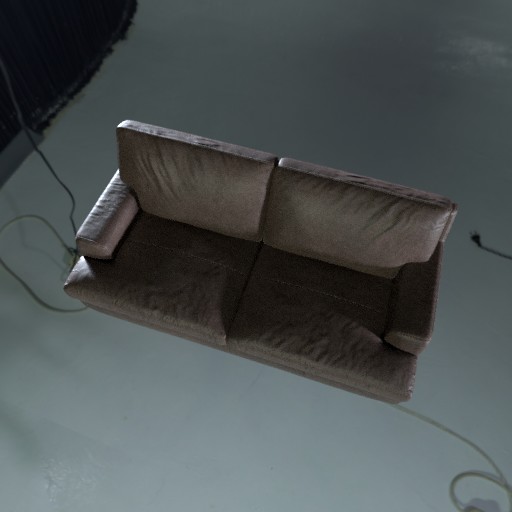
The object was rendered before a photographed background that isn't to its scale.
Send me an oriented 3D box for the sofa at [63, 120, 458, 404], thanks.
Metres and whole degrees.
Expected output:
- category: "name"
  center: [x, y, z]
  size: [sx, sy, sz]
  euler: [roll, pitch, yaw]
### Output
- category: "sofa"
  center: [0.000, 0.000, 2.793]
  size: [2.261, 0.941, 1.143]
  euler: [16, 62, 9]
